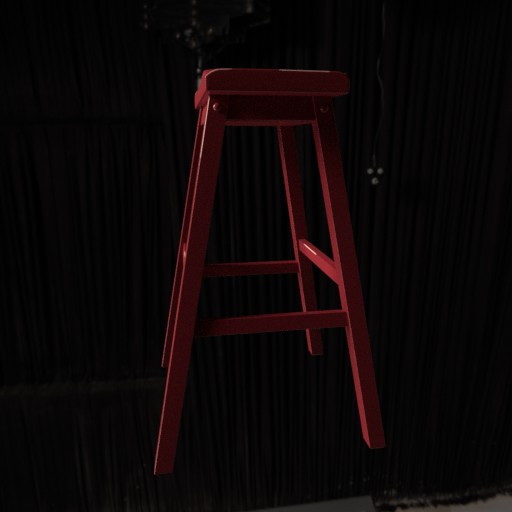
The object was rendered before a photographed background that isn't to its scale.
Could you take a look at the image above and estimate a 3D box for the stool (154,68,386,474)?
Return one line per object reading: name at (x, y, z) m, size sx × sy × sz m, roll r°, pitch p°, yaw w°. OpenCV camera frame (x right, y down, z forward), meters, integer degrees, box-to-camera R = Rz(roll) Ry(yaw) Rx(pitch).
stool at (0.000, 0.000, 1.019) m, size 0.476 × 0.737 × 0.457 m, roll -2°, pitch 15°, yaw -9°
